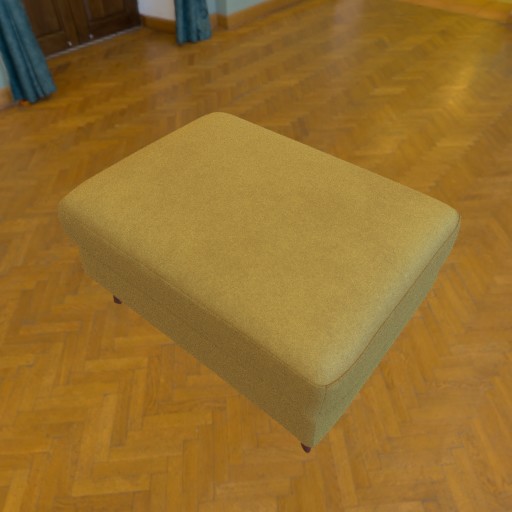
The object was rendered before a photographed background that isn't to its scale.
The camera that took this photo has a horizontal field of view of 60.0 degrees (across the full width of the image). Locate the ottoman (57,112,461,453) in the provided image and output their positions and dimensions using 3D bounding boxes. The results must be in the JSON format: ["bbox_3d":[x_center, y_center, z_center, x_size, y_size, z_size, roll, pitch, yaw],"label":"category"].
[{"bbox_3d":[0.000,0.000,1.156,0.811,0.449,0.608,30,53,26],"label":"ottoman"}]
